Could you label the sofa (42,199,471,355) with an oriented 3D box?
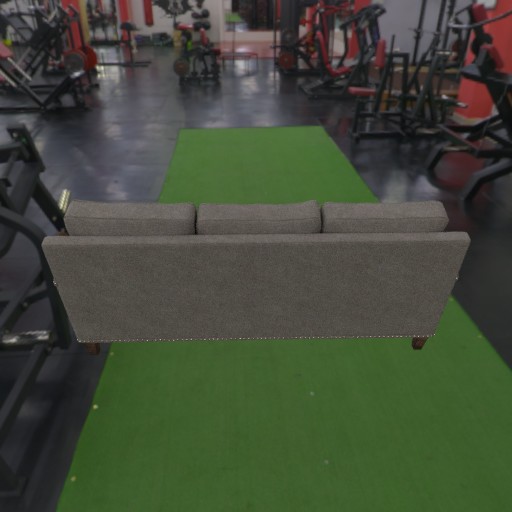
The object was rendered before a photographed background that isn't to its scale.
[{"bbox_3d":[0.000,0.000,2.886,2.226,1.042,1.034,-1,30,-1],"label":"sofa"}]
